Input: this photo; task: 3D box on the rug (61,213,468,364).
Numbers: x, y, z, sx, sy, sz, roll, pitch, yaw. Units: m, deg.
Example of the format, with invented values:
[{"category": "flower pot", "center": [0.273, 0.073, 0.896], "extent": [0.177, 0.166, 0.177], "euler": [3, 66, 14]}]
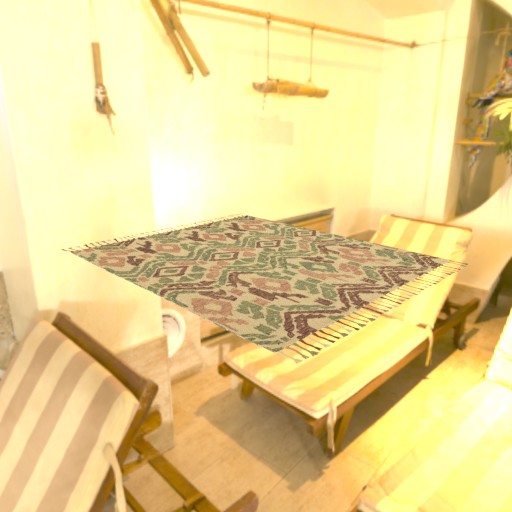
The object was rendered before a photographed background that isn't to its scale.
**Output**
[{"category": "rug", "center": [0.000, 0.000, 4.180], "extent": [2.438, 0.010, 3.048], "euler": [-17, 24, -42]}]
